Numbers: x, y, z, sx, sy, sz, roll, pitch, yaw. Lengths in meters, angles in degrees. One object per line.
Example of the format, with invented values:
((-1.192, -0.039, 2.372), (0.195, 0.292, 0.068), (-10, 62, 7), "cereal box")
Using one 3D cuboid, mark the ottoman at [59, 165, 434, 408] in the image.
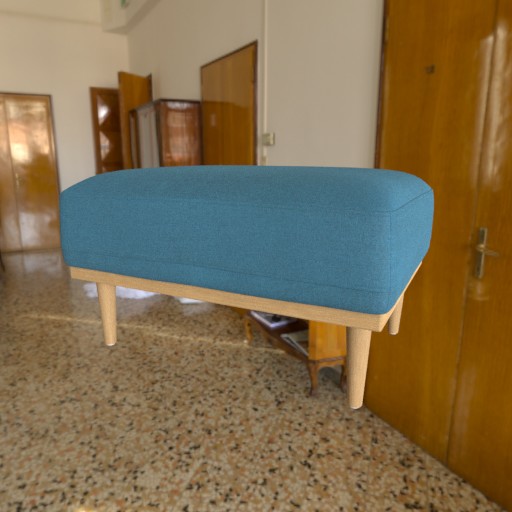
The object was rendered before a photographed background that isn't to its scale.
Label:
((0.000, 0.000, 1.080), (0.749, 0.428, 0.549), (7, 15, 26), "ottoman")
